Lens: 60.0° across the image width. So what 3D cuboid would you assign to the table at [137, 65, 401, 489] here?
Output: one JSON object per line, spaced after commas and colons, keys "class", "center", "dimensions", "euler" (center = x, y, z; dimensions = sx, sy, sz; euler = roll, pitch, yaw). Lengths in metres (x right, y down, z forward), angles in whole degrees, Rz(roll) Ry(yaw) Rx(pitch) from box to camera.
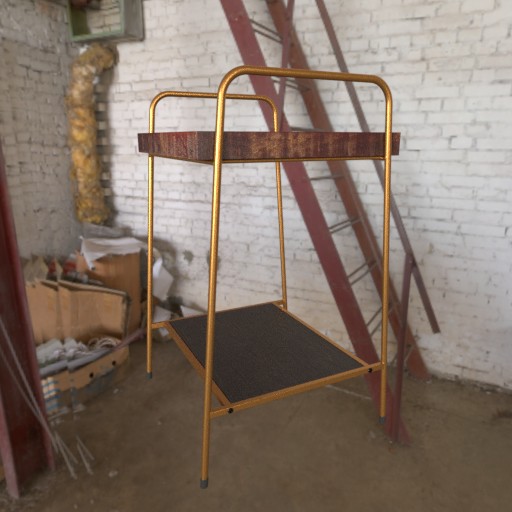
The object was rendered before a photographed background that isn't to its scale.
{"class": "table", "center": [0.000, 0.000, 0.976], "dimensions": [0.430, 0.710, 0.430], "euler": [-7, 17, -25]}
